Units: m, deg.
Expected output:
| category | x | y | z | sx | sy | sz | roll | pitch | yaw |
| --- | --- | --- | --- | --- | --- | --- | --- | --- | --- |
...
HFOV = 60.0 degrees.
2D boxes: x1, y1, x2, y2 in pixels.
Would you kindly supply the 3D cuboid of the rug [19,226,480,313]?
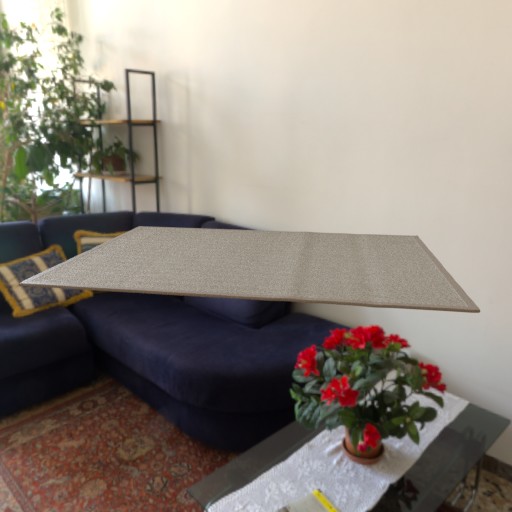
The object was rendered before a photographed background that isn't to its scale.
| category | x | y | z | sx | sy | sz | roll | pitch | yaw |
| --- | --- | --- | --- | --- | --- | --- | --- | --- | --- |
| rug | 0.000 | 0.000 | 2.883 | 2.290 | 0.021 | 1.540 | 3 | 15 | 9 |
